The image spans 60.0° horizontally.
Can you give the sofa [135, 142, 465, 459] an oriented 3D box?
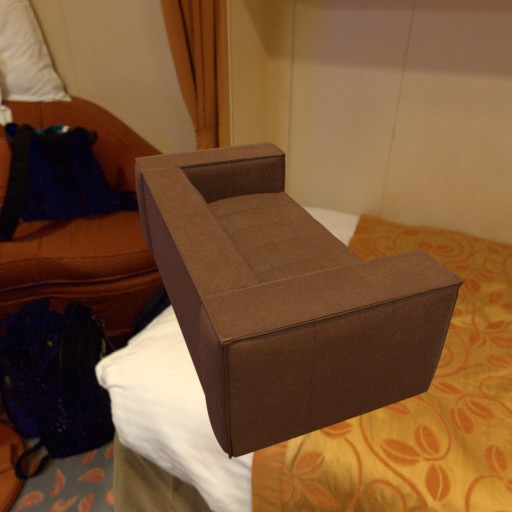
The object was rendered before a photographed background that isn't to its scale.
[{"bbox_3d":[0.000,0.000,2.623,1.102,0.703,2.088,-11,33,-18],"label":"sofa"}]
